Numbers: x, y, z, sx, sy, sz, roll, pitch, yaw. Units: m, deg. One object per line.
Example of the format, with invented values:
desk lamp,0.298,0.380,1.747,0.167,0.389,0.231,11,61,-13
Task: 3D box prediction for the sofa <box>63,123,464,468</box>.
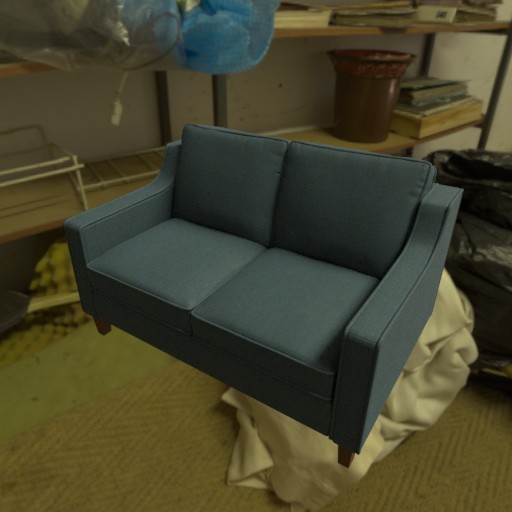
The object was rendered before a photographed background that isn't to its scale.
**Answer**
sofa,0.000,0.000,2.075,1.501,0.971,0.987,18,35,28
